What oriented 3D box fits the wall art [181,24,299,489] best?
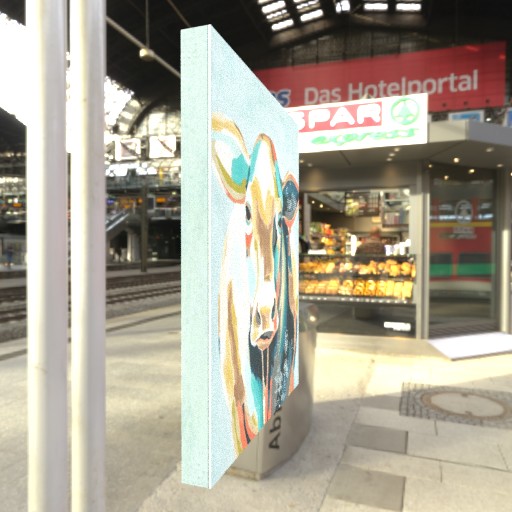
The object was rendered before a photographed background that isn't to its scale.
[{"bbox_3d":[0.000,0.000,0.684,0.037,0.509,0.409,0,1,19],"label":"wall art"}]
